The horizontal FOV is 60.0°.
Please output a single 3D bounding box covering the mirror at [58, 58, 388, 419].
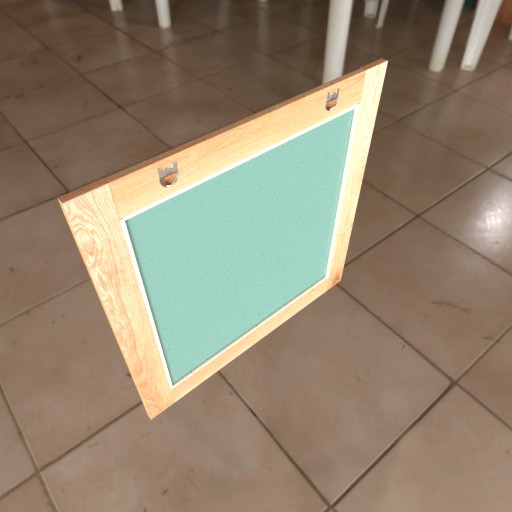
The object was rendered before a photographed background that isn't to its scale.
[{"bbox_3d":[0.000,0.000,1.157,0.800,0.800,0.020,-32,54,-26],"label":"mirror"}]
